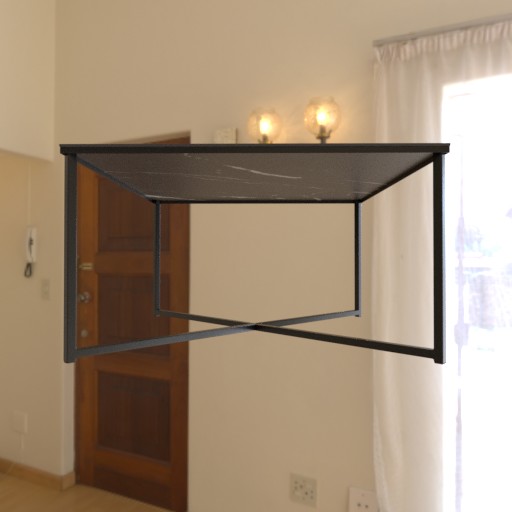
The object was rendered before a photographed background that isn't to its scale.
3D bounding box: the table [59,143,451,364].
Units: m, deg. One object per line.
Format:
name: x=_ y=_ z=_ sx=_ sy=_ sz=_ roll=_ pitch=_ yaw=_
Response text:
table: x=0.000 y=0.000 z=1.301 sx=0.800 sy=0.450 sz=0.800 roll=0 pitch=-1 yaw=1
